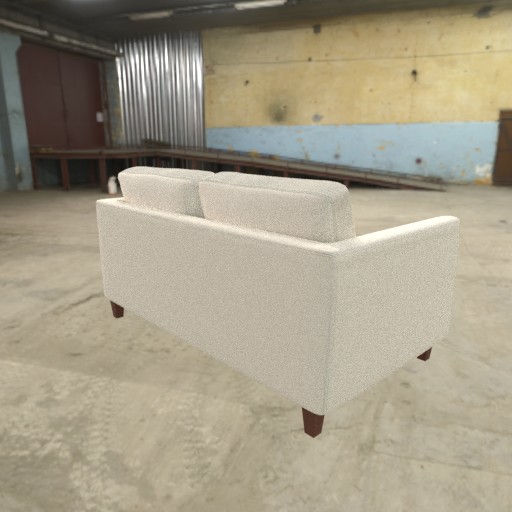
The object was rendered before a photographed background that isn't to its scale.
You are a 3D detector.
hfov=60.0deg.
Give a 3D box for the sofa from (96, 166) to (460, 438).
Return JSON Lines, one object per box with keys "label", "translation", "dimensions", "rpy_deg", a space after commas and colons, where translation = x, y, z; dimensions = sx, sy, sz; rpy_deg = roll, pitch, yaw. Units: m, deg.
{"label": "sofa", "translation": [0.000, 0.000, 2.286], "dimensions": [0.964, 0.888, 1.702], "rpy_deg": [-13, 19, -41]}
